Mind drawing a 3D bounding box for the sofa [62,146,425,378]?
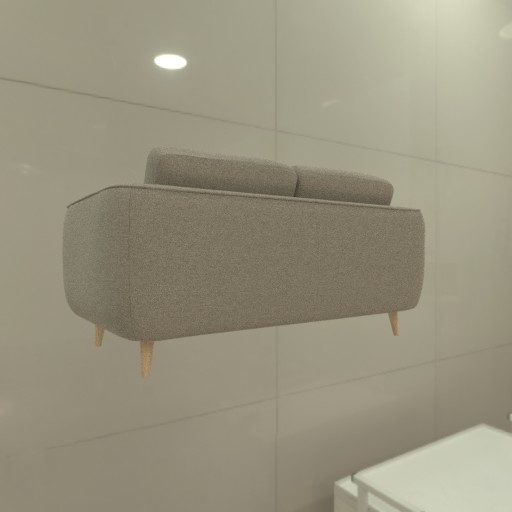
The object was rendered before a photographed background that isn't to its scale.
[{"bbox_3d":[0.000,0.000,2.223,1.700,0.850,0.920,0,1,-34],"label":"sofa"}]
